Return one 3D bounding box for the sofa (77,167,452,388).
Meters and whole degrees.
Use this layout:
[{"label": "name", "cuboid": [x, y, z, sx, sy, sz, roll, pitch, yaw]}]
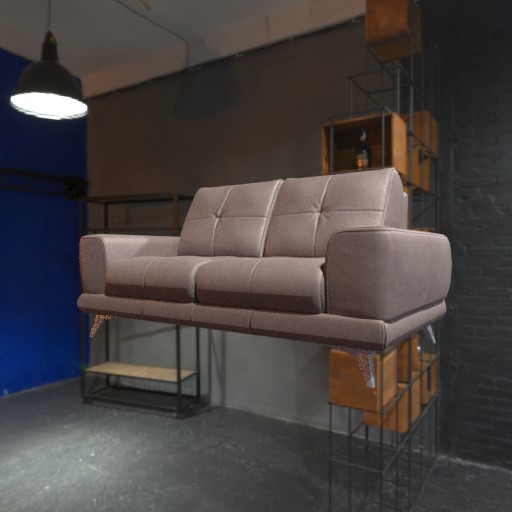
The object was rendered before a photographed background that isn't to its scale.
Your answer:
[{"label": "sofa", "cuboid": [0.000, 0.000, 2.390, 1.806, 0.907, 1.018, 0, 1, 35]}]
